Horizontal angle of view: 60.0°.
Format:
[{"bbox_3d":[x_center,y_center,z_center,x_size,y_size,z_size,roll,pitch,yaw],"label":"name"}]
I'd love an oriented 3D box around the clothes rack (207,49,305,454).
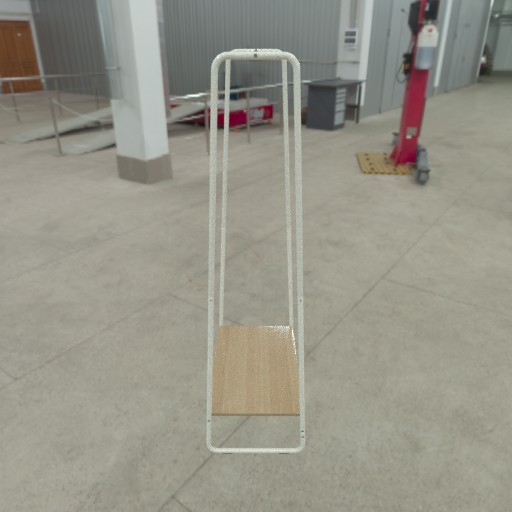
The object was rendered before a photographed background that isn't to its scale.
[{"bbox_3d":[0.000,0.000,1.780,0.400,1.500,0.640,0,26,0],"label":"clothes rack"}]
